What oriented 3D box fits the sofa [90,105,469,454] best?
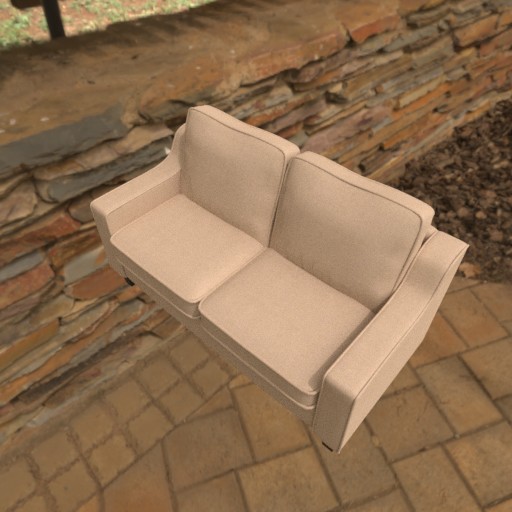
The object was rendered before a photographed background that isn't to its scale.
[{"bbox_3d":[0.000,0.000,3.493,2.587,1.562,1.351,32,53,28],"label":"sofa"}]
